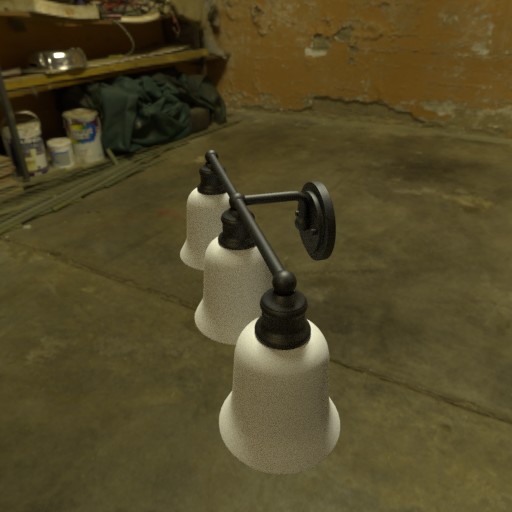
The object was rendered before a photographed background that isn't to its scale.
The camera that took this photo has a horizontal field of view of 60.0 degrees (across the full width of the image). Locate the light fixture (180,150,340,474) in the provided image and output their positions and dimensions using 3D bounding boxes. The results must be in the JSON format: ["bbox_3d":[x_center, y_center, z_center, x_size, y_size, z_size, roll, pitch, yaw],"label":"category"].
[{"bbox_3d":[0.000,0.000,0.666,0.198,0.211,0.570,-7,30,-13],"label":"light fixture"}]
